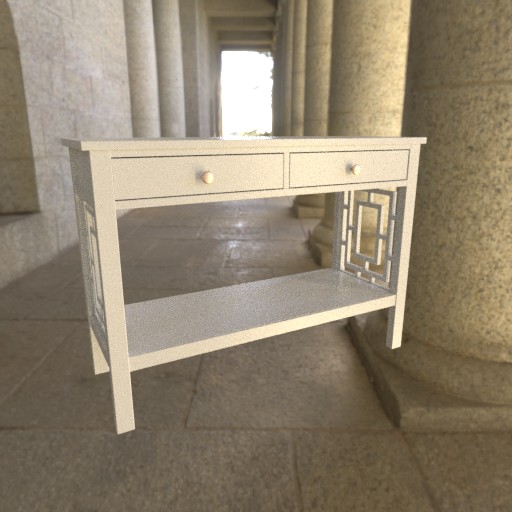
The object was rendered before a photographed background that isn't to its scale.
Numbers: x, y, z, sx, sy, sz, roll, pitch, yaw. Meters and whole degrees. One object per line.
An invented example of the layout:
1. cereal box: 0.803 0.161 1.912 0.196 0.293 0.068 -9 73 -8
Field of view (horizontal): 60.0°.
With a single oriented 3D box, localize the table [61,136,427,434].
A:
1. table: 0.000 0.000 1.461 1.068 0.753 0.397 -9 18 -28
